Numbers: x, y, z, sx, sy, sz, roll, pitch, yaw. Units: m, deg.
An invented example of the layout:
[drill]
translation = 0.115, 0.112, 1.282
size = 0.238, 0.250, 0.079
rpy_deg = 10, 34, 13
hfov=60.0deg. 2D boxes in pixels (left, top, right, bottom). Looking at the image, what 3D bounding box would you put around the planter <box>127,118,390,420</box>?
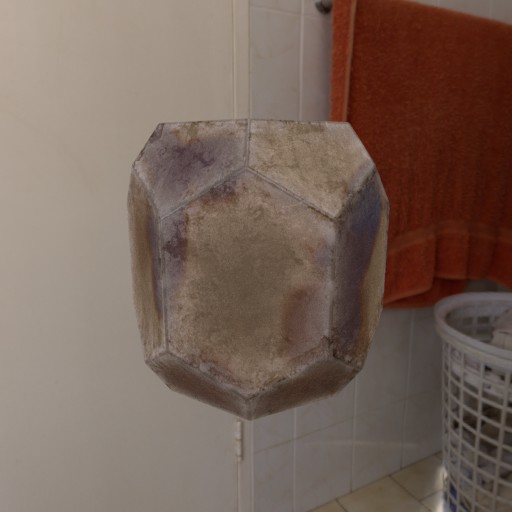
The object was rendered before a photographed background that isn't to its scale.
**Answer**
[planter]
translation = 0.000, 0.000, 0.421
size = 0.221, 0.238, 0.243
rpy_deg = -6, 14, -26
